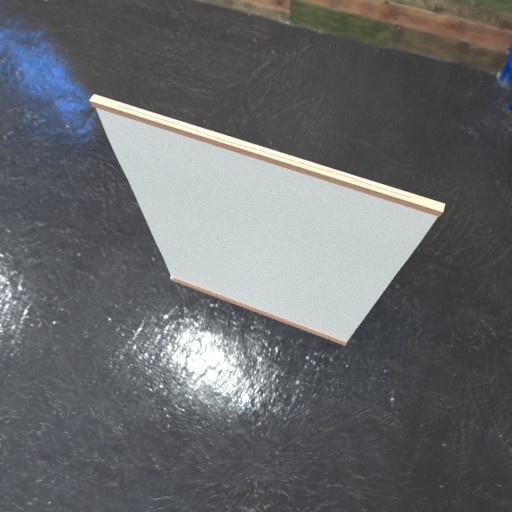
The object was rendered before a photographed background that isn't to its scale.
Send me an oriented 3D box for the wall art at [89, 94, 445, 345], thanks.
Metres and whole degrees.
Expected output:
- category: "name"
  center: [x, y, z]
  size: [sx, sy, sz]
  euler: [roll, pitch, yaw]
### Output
- category: "wall art"
  center: [0.000, 0.000, 1.341]
  size: [0.758, 1.013, 0.020]
  euler: [20, 66, 9]
